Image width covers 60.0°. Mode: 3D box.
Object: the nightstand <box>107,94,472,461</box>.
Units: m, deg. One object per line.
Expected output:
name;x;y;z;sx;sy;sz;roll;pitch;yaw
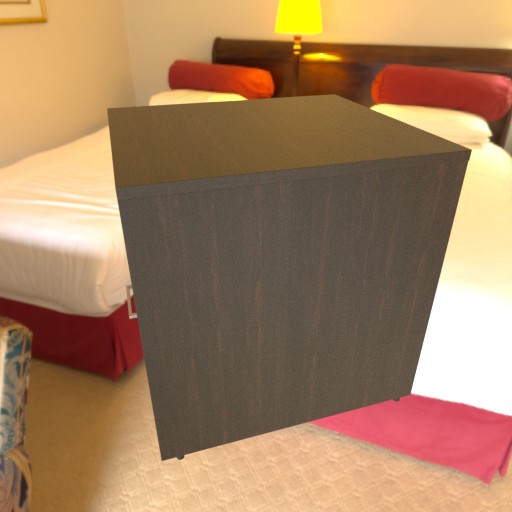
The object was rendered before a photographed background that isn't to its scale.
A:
nightstand;0.000;0.000;0.794;0.461;0.460;0.400;-9;31;-15
